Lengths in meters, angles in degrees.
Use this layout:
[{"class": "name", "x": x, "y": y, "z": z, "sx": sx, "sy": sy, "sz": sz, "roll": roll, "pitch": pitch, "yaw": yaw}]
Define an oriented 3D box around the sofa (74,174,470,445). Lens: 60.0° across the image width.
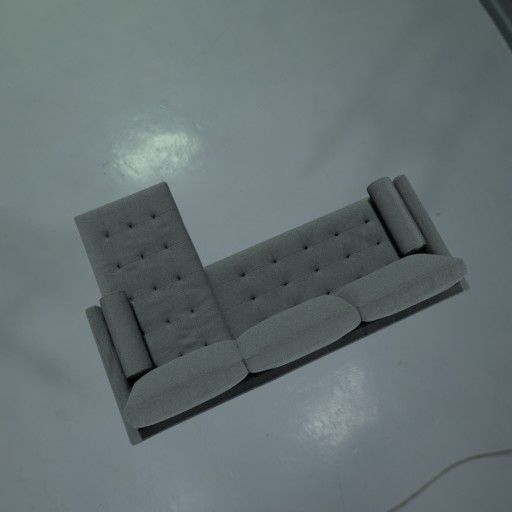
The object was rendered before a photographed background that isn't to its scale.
[{"class": "sofa", "x": 0.000, "y": 0.000, "z": 2.880, "sx": 2.178, "sy": 0.876, "sz": 1.506, "roll": -23, "pitch": 76, "yaw": -6}]
